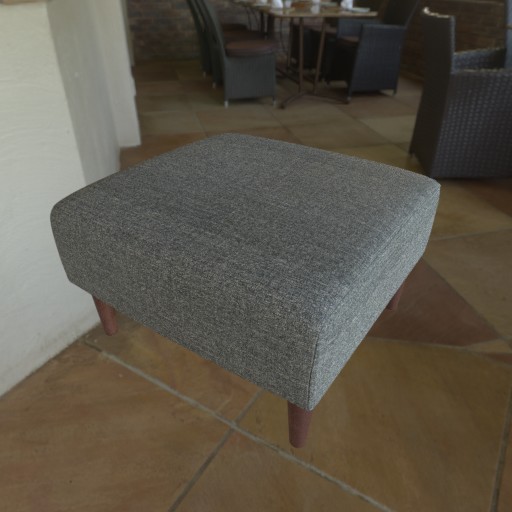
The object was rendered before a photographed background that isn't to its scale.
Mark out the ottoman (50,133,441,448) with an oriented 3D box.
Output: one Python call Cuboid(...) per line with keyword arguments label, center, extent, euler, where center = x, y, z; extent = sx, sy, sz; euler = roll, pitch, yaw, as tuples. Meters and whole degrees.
Cuboid(label="ottoman", center=(0.000, 0.000, 1.072), extent=(0.655, 0.399, 0.648), euler=(21, 38, 29))
